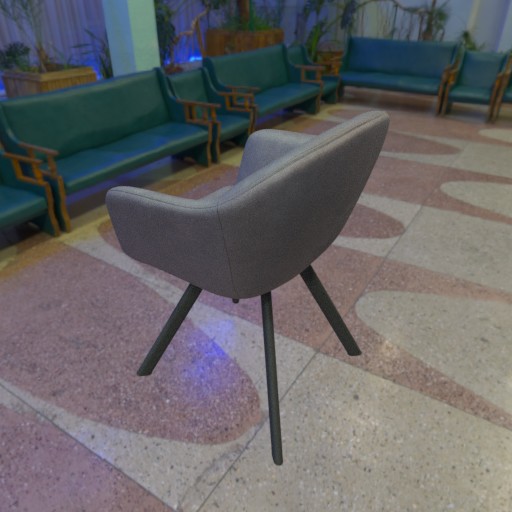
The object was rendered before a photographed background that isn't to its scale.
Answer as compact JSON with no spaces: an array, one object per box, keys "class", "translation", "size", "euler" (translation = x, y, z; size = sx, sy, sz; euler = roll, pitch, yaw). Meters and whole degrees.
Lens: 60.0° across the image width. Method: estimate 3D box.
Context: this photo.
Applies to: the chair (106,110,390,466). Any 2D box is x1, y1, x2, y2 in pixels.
[{"class":"chair","translation":[0.000,0.000,1.150],"size":[0.544,0.781,0.567],"euler":[21,37,30]}]
